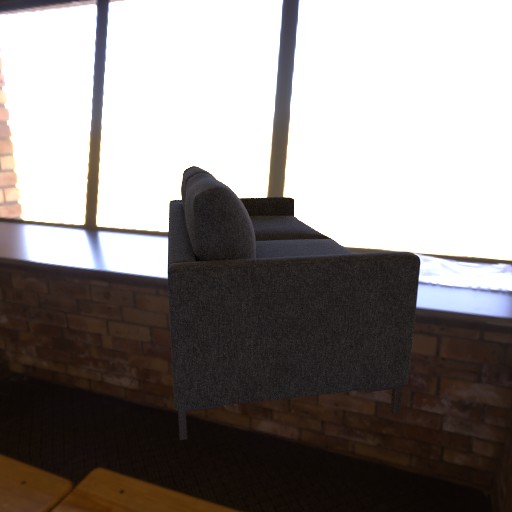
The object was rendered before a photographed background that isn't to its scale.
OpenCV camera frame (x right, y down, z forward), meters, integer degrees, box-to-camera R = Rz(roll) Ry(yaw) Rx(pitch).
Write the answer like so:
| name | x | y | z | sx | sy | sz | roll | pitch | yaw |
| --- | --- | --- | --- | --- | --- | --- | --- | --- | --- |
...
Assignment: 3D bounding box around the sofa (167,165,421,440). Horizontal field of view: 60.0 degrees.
| name | x | y | z | sx | sy | sz | roll | pitch | yaw |
| --- | --- | --- | --- | --- | --- | --- | --- | --- | --- |
| sofa | 0.000 | 0.000 | 2.272 | 0.866 | 0.862 | 1.716 | -3 | 15 | -10 |
